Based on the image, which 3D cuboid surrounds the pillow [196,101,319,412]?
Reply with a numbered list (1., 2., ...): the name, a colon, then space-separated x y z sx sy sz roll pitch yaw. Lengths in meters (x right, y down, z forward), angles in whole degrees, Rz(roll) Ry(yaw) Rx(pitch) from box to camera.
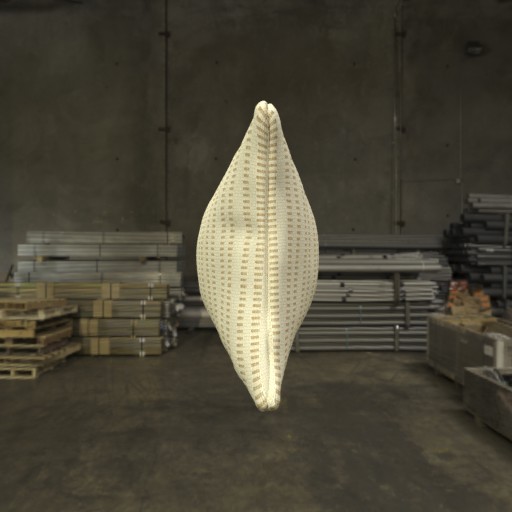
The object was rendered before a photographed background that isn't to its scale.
1. pillow: 0.000 0.000 0.811 0.210 0.353 0.640 0 0 -1
